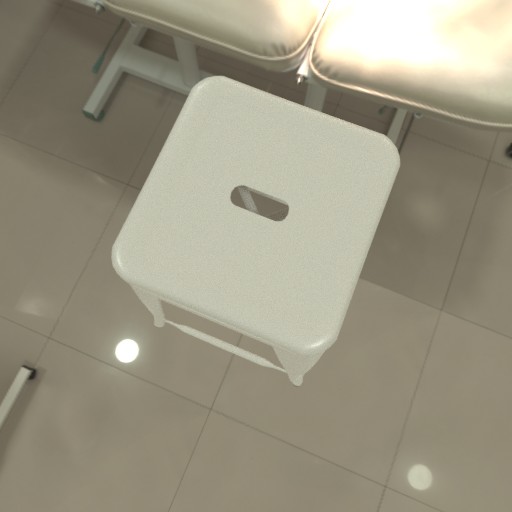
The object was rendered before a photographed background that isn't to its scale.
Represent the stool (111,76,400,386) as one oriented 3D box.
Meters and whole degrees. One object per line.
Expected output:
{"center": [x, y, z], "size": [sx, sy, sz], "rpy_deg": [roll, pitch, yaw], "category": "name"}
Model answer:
{"center": [0.000, 0.000, 0.865], "size": [0.406, 0.610, 0.406], "rpy_deg": [22, 78, 5], "category": "stool"}
